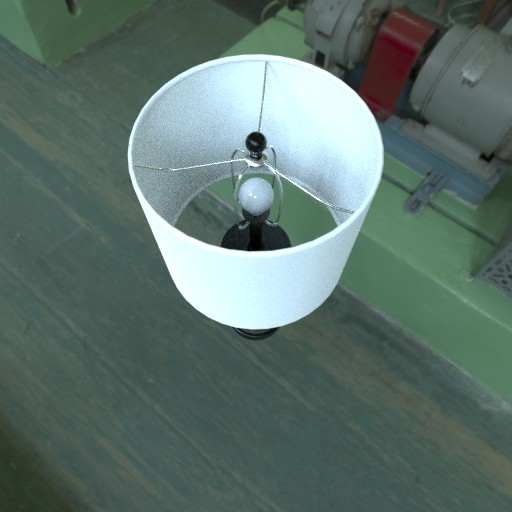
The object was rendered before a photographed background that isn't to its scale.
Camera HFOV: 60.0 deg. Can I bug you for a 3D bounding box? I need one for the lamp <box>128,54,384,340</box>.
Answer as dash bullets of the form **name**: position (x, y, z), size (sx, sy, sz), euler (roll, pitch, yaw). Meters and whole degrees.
- **lamp**: position (0.000, 0.000, 0.803), size (0.305, 0.634, 0.305), euler (36, 69, 16)
